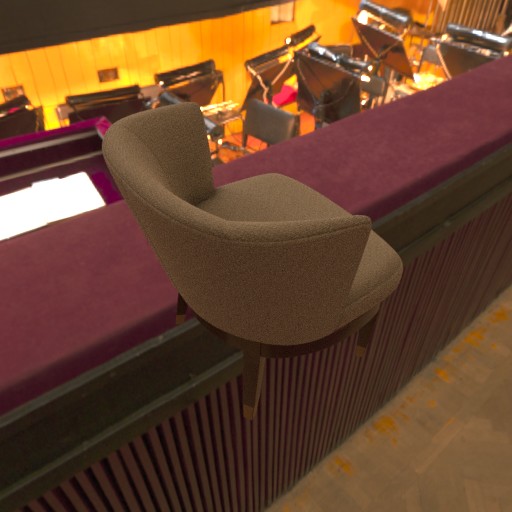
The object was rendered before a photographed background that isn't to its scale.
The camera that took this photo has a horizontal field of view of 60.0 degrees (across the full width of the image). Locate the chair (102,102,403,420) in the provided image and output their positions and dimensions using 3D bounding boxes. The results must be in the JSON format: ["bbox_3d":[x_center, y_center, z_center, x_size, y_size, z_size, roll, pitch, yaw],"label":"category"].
[{"bbox_3d":[0.000,0.000,1.273,0.660,0.760,0.700,-25,47,-26],"label":"chair"}]
